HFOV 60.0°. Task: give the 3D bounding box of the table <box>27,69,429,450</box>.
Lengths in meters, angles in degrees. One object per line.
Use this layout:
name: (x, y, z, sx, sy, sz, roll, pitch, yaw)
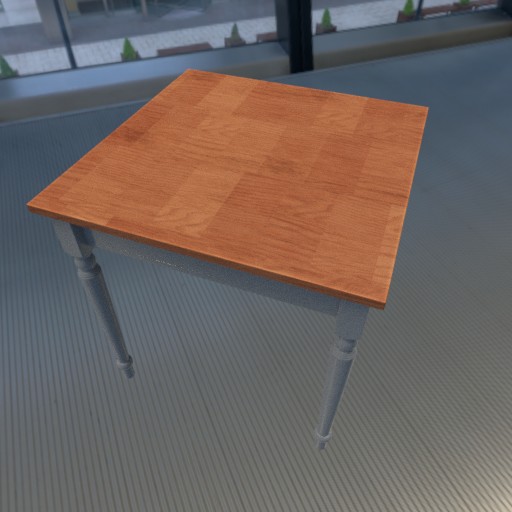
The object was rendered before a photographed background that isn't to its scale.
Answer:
table: (0.000, 0.000, 1.341, 0.747, 0.738, 0.747, 15, 47, 15)
